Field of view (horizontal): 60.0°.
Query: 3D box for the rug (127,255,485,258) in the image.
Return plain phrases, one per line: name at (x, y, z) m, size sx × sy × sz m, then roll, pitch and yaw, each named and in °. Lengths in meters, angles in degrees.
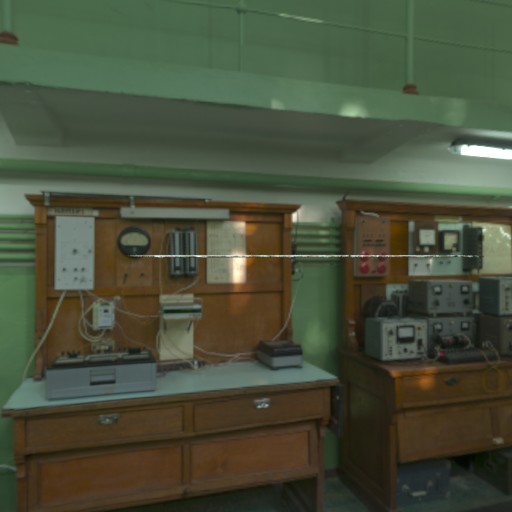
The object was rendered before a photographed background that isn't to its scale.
rug at (0.000, 0.000, 2.296) m, size 1.219 × 0.008 × 1.829 m, roll 0°, pitch 0°, yaw -18°
